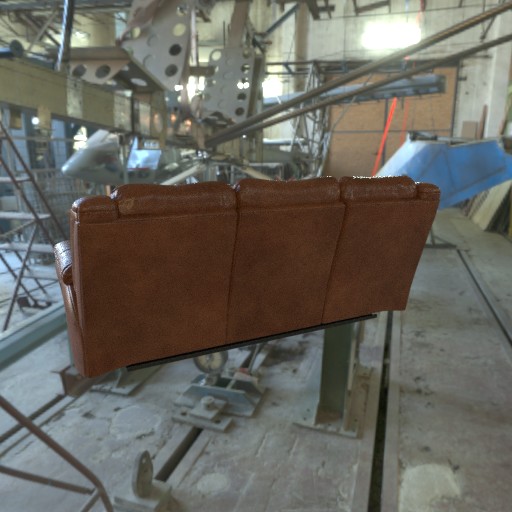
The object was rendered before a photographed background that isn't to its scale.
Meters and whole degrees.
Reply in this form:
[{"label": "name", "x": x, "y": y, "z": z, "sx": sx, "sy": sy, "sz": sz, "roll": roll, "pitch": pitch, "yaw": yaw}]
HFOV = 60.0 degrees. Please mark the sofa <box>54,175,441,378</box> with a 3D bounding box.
[{"label": "sofa", "x": 0.000, "y": 0.000, "z": 2.868, "sx": 2.337, "sy": 1.043, "sz": 0.991, "roll": -7, "pitch": 14, "yaw": -27}]
